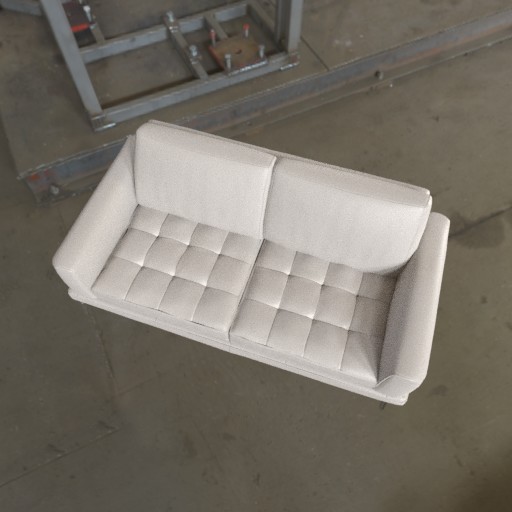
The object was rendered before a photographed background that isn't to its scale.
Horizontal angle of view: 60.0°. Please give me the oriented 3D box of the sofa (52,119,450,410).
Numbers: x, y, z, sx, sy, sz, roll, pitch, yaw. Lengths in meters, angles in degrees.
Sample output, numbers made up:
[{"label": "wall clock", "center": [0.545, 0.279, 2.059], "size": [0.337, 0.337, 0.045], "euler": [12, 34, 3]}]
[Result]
[{"label": "sofa", "center": [0.000, 0.000, 2.716], "size": [2.177, 0.930, 1.121], "euler": [16, 62, 9]}]
